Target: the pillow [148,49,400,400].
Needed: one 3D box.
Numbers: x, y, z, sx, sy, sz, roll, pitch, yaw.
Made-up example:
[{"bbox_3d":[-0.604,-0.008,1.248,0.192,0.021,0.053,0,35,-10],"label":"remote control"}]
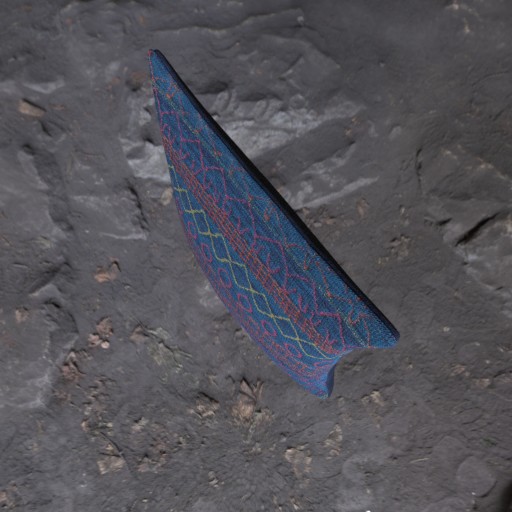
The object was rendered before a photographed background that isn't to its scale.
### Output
[{"bbox_3d":[0.000,0.000,0.645,0.141,0.431,0.431,-33,70,-14],"label":"pillow"}]
